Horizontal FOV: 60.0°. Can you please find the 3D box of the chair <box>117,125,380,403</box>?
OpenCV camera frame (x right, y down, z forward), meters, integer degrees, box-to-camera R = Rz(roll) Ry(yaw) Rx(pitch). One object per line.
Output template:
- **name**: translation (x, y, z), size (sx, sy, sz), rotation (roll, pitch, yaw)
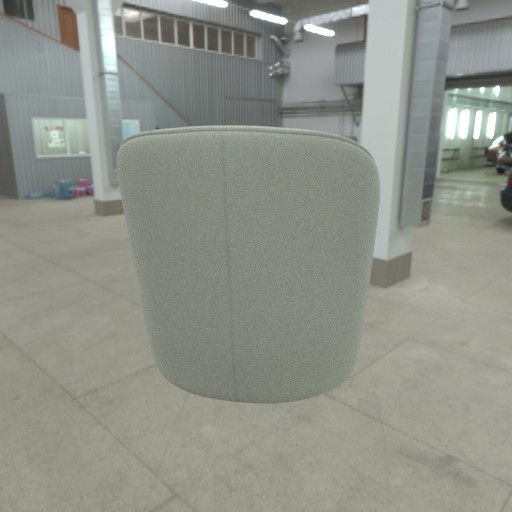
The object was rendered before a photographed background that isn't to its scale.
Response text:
- **chair**: translation (0.000, 0.000, 1.441), size (0.747, 0.799, 0.875), rotation (2, 16, 9)
